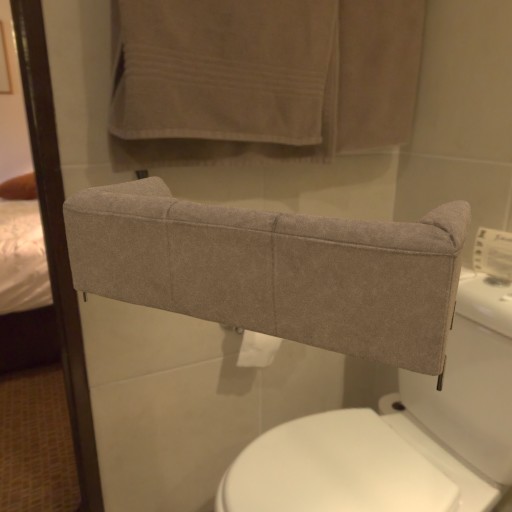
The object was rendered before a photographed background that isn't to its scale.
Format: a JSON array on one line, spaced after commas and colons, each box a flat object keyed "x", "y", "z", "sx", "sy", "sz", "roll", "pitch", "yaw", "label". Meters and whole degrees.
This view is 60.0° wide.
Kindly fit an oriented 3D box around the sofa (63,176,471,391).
[{"x": 0.000, "y": 0.000, "z": 2.646, "sx": 2.238, "sy": 0.758, "sz": 0.899, "roll": 9, "pitch": 20, "yaw": 26, "label": "sofa"}]
